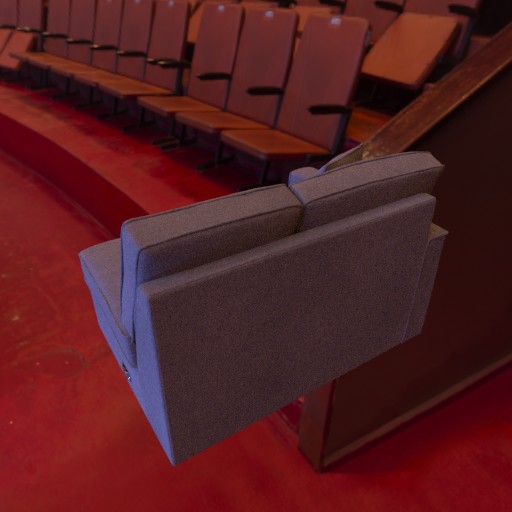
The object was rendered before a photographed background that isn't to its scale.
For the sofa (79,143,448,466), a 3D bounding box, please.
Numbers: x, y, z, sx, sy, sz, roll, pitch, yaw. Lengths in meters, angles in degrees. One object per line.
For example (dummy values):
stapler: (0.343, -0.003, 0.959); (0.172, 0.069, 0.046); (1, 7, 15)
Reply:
sofa: (0.000, 0.000, 2.033); (1.388, 0.989, 0.991); (-19, 36, -28)
